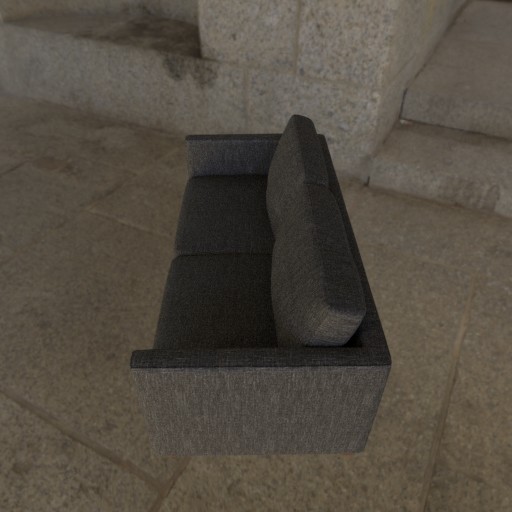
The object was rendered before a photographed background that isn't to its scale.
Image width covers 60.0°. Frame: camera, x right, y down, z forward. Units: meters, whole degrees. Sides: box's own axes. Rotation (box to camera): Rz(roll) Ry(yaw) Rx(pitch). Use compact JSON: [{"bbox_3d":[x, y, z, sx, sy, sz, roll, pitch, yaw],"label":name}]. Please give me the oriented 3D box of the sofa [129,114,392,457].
[{"bbox_3d":[0.000,0.000,2.406,0.950,0.963,1.884,0,40,-1],"label":"sofa"}]
